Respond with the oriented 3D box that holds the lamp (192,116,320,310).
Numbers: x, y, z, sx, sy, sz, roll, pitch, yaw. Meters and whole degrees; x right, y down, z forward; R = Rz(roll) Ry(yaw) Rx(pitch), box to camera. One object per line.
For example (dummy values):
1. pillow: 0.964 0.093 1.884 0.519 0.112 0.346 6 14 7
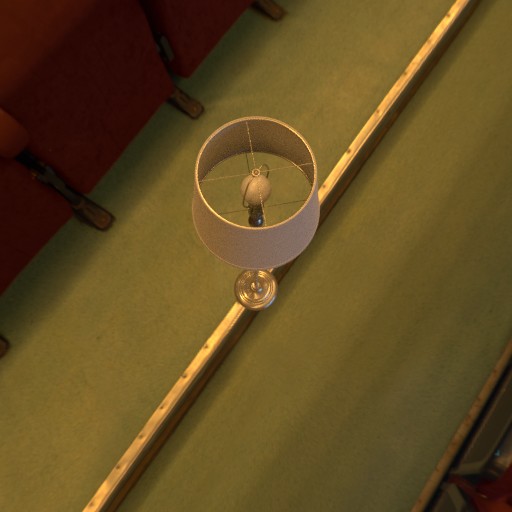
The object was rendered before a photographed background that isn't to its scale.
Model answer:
1. lamp: 0.000 0.000 1.649 0.327 1.506 0.327 34 79 8
